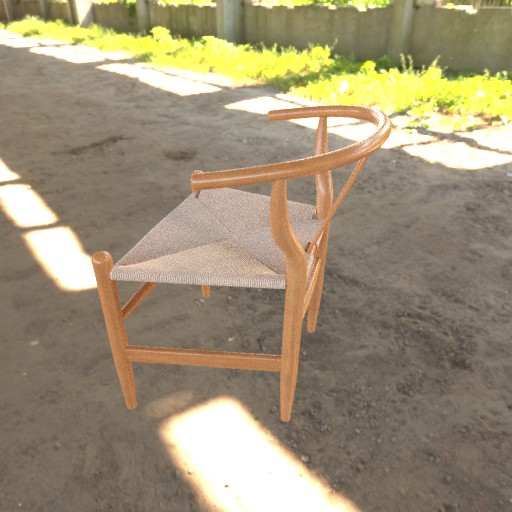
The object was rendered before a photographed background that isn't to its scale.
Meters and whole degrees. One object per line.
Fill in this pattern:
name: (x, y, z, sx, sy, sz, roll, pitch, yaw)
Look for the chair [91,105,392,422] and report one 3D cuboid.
chair: (0.000, 0.000, 1.154, 0.579, 0.730, 0.569, 9, 32, 14)
